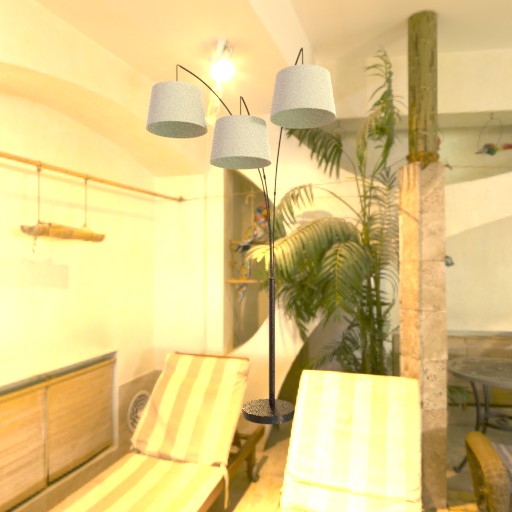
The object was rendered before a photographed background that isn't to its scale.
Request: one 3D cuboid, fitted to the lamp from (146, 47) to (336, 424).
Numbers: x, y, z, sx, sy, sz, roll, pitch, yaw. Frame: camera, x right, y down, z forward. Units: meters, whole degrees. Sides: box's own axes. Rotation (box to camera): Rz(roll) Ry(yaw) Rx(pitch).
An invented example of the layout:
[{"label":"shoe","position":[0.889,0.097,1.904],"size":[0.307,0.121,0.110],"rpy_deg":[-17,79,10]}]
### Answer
[{"label":"lamp","position":[0.000,0.000,2.442],"size":[0.951,1.950,0.924],"rpy_deg":[0,0,18]}]
